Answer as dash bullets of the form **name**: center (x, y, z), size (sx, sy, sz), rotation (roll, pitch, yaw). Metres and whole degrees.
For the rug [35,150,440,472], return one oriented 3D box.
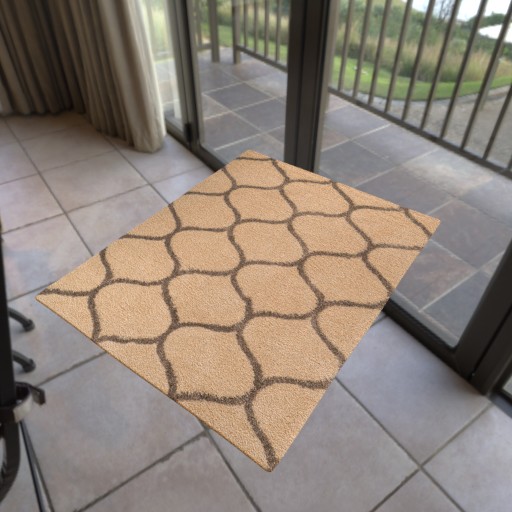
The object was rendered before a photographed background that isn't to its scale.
- **rug**: center (0.000, 0.000, 4.054), size (2.399, 0.026, 3.000), rotation (26, 49, 25)
